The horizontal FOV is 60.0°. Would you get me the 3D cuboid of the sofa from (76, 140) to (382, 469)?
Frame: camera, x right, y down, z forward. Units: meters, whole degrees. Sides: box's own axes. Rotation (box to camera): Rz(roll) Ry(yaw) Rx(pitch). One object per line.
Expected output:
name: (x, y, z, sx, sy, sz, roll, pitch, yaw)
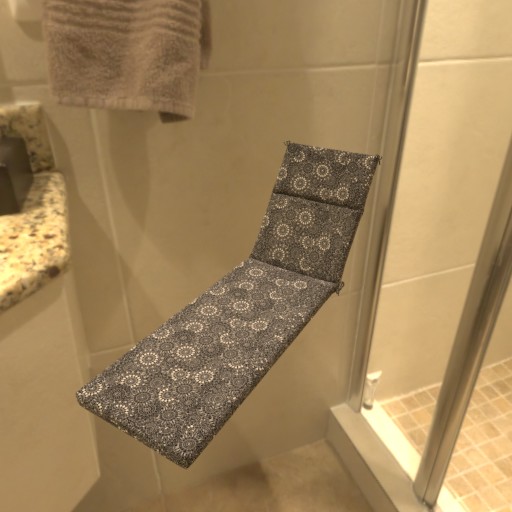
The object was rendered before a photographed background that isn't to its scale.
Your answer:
sofa: (0.000, 0.000, 1.963, 0.582, 0.622, 1.663, 17, 33, 27)
